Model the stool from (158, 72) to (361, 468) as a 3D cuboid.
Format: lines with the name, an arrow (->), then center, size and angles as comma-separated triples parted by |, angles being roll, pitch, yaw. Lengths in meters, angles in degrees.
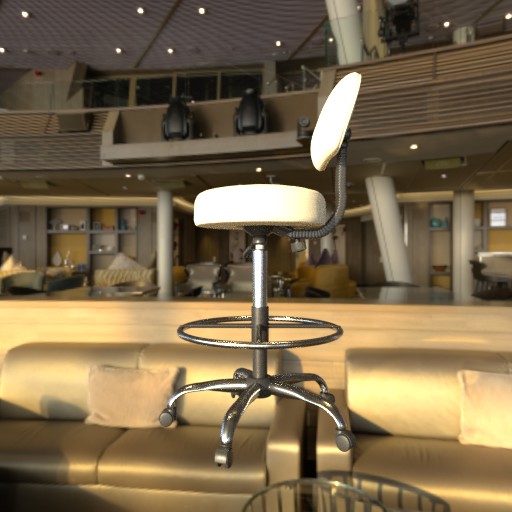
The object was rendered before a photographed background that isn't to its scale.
stool -> 0.000, 0.000, 1.410 | 0.616, 1.080, 0.609 | 0, 0, 1
